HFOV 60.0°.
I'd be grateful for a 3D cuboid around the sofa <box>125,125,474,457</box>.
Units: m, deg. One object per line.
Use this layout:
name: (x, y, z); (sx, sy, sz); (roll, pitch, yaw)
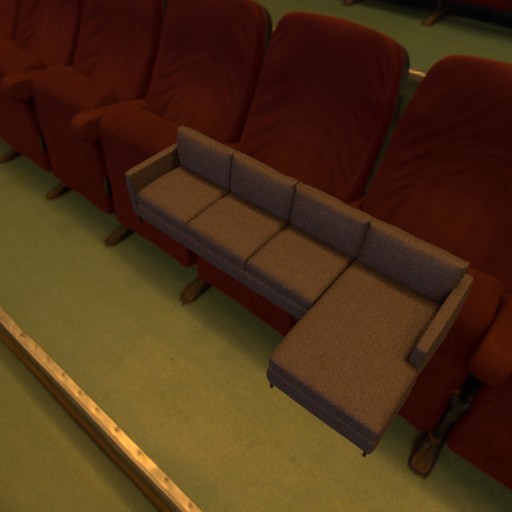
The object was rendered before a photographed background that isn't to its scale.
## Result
sofa: (0.000, 0.000, 3.860); (3.221, 0.892, 1.483); (31, 54, 26)
